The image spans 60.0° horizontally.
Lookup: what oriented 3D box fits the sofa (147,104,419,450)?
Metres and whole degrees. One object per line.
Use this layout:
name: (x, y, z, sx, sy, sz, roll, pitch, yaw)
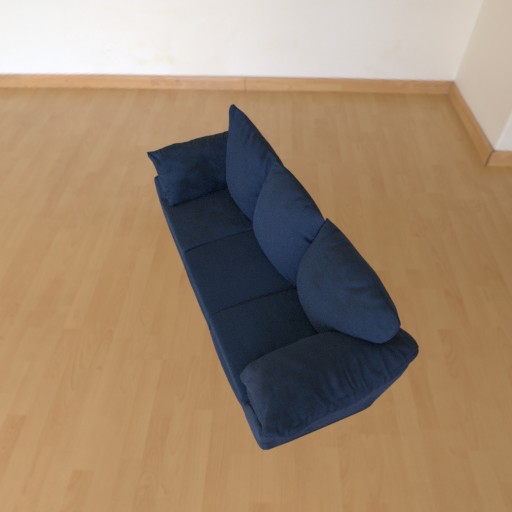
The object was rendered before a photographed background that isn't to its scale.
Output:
sofa: (0.000, 0.000, 2.958, 0.907, 1.091, 2.390, -17, 50, -15)
